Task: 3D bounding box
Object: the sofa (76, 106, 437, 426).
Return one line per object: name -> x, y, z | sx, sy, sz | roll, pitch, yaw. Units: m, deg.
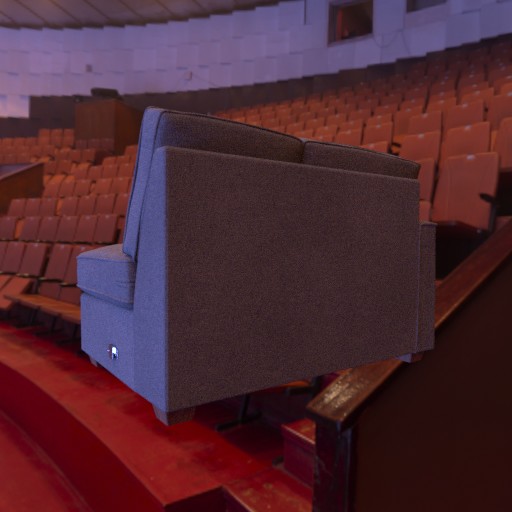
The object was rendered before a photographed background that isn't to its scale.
sofa -> 0.000, 0.000, 2.048 | 1.388, 0.989, 0.991 | -1, 2, -36
